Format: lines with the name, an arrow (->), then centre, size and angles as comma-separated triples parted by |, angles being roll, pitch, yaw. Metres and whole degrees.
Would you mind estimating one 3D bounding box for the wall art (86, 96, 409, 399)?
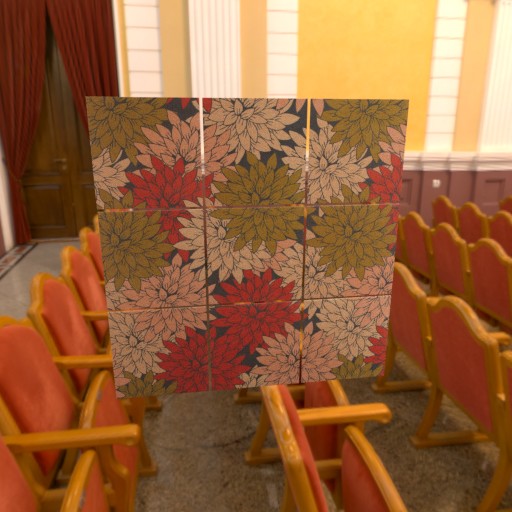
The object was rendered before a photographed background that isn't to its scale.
wall art -> 0.000, 0.000, 2.284 | 1.519, 1.534, 0.013 | -3, 17, -8
